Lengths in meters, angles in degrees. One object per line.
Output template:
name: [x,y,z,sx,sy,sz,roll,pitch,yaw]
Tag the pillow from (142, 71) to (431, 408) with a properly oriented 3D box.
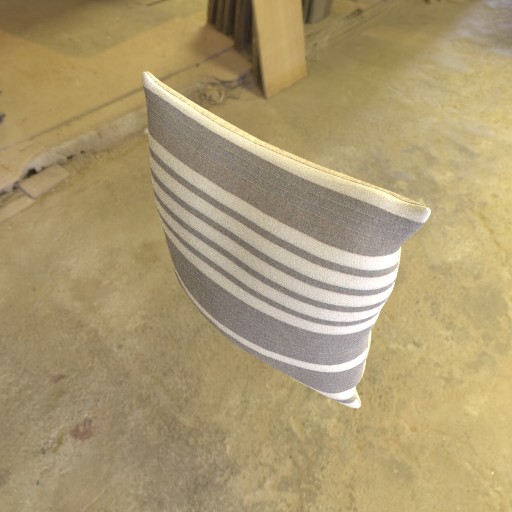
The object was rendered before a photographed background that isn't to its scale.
pillow: [0.000,0.000,0.666,0.439,0.440,0.182,33,55,27]
